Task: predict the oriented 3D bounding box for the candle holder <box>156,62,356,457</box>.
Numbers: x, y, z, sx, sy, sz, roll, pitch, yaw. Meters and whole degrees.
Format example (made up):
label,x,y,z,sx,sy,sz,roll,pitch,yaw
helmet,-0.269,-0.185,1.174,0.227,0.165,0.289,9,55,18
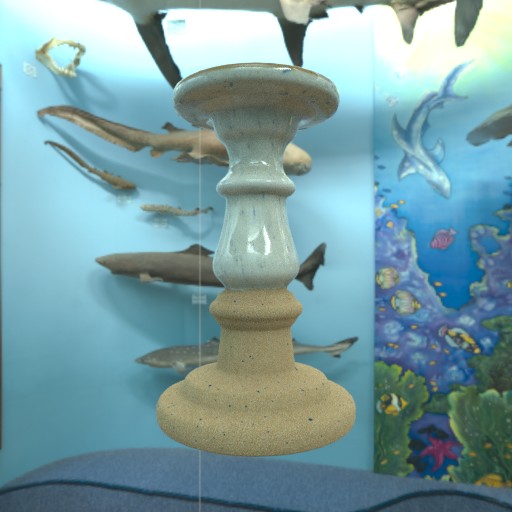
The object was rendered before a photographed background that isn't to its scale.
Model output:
label,x,y,z,sx,sy,sz,roll,pitch,yaw
candle holder,0.000,0.000,0.280,0.123,0.202,0.123,0,0,0
